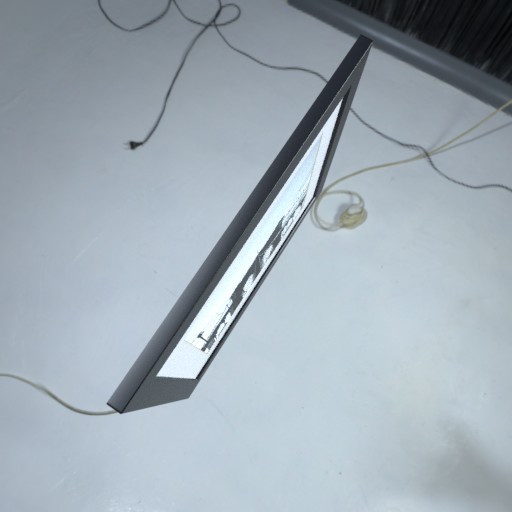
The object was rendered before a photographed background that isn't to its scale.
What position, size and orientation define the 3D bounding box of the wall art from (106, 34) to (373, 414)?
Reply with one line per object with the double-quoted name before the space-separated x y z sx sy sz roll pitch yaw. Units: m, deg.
"wall art" 0.000 0.000 0.709 0.018 0.450 0.521 31 76 8
